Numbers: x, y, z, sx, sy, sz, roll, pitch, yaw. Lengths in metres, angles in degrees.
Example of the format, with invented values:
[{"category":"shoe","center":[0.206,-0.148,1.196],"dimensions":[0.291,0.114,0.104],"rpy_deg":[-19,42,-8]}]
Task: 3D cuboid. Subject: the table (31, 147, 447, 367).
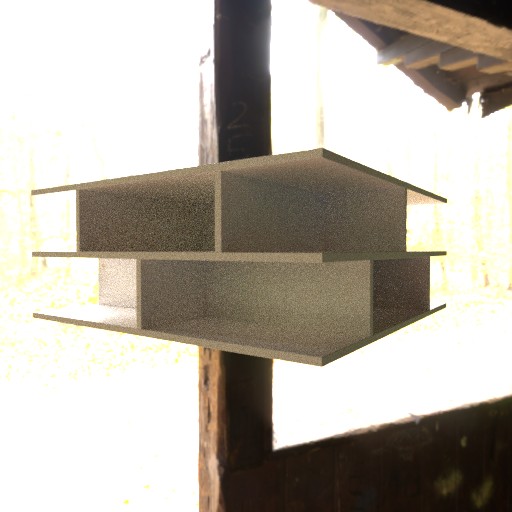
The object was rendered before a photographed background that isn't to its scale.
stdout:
[{"category":"table","center":[0.000,0.000,1.047],"dimensions":[0.700,0.289,0.700],"rpy_deg":[1,1,35]}]
